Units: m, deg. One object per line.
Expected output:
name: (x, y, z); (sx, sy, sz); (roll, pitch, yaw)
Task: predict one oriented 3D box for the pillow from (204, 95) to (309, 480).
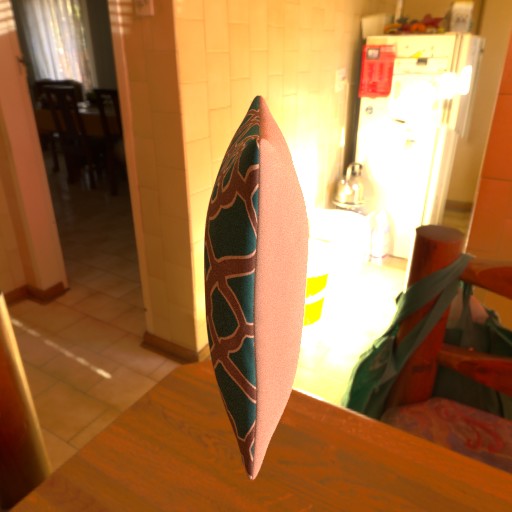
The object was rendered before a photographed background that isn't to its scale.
pillow: (0.000, 0.000, 0.800); (0.166, 0.507, 0.526); (0, 25, 0)
